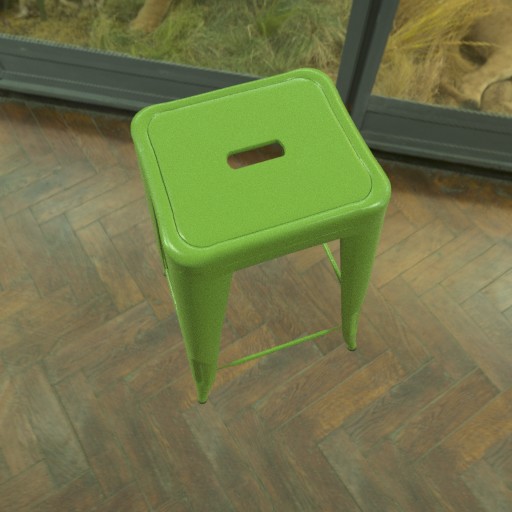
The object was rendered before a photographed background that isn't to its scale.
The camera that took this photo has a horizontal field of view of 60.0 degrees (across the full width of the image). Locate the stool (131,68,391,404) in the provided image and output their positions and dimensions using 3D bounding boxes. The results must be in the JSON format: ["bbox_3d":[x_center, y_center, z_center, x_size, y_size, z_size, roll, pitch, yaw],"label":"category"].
[{"bbox_3d":[0.000,0.000,0.843,0.398,0.609,0.358,-17,65,-8],"label":"stool"}]
